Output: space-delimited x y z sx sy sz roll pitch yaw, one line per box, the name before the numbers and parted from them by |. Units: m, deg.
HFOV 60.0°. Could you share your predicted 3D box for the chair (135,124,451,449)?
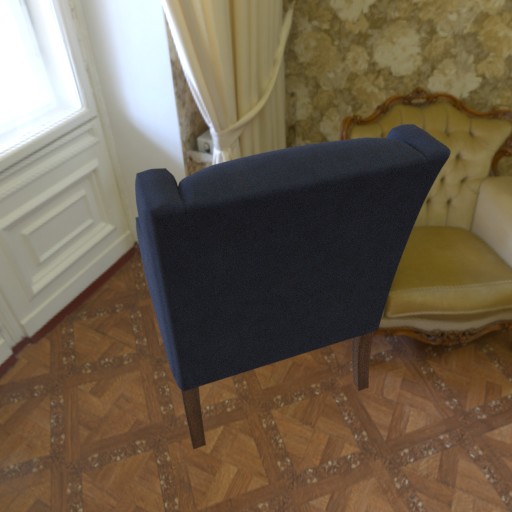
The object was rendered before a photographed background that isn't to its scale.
chair | 0.000 0.000 1.301 0.629 0.895 0.629 -14 42 -15
